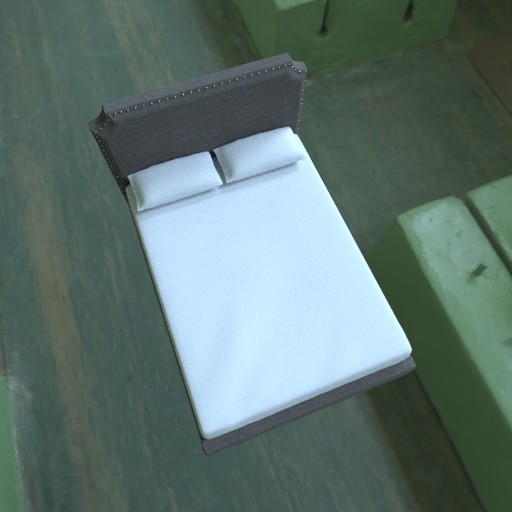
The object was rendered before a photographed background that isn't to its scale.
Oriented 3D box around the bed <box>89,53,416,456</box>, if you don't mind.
[{"bbox_3d":[0.000,0.000,3.437,1.713,1.457,2.381,-19,66,-9],"label":"bed"}]
